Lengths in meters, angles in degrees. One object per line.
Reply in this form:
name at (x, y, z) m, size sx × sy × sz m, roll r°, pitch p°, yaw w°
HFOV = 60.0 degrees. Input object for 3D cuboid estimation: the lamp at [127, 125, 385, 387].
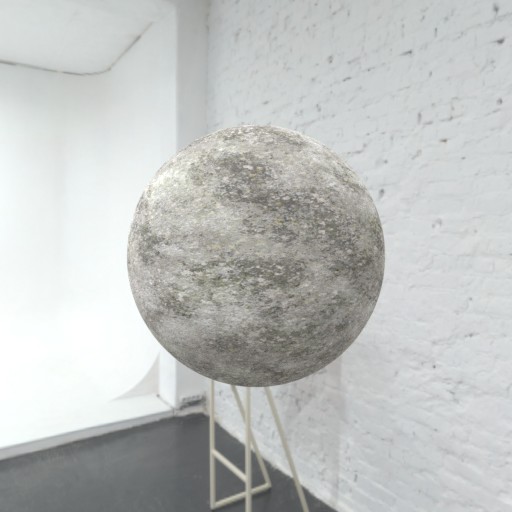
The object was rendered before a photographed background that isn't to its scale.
lamp at (0.000, 0.000, 0.753) m, size 0.422 × 0.429 × 0.422 m, roll 0°, pitch 1°, yaw 0°
